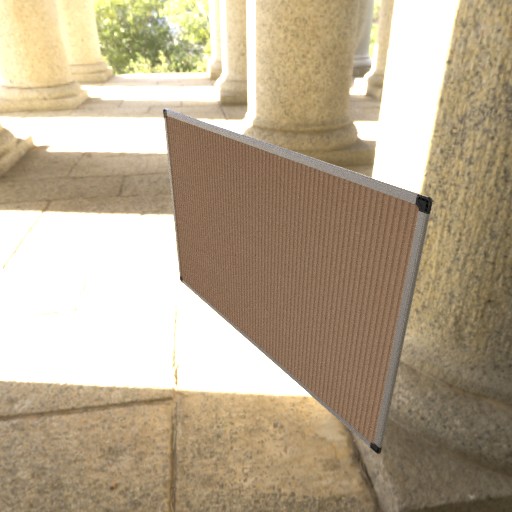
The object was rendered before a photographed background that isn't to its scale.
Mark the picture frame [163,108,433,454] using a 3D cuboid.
[{"bbox_3d":[0.000,0.000,1.139,0.010,0.600,0.900,-20,35,-32],"label":"picture frame"}]
